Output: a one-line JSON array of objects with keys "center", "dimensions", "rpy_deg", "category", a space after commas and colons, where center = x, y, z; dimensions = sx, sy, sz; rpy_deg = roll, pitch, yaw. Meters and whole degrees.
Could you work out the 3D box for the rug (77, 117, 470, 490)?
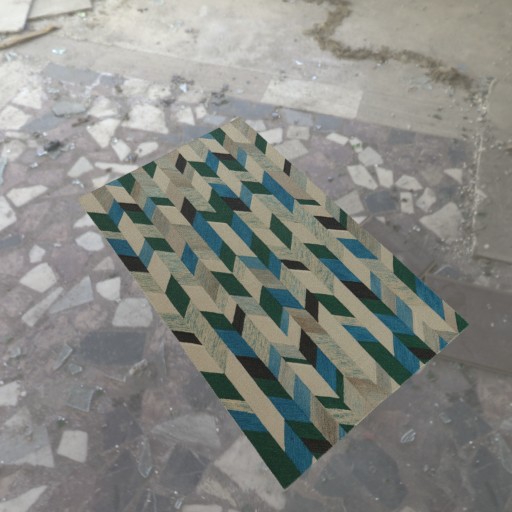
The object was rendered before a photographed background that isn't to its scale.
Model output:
[{"center": [0.000, 0.000, 3.022], "dimensions": [1.507, 0.007, 2.433], "rpy_deg": [-33, 62, -19], "category": "rug"}]
